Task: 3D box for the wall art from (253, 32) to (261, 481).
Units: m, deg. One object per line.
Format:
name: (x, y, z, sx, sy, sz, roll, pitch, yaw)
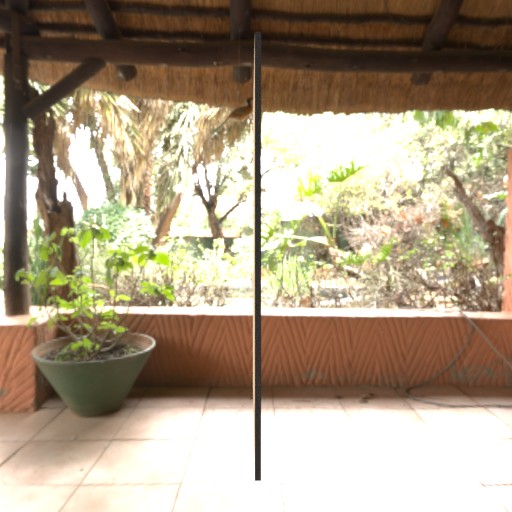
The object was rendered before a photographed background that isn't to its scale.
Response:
wall art: (0.000, 0.000, 1.507, 0.016, 1.116, 0.810, 0, 0, -1)
